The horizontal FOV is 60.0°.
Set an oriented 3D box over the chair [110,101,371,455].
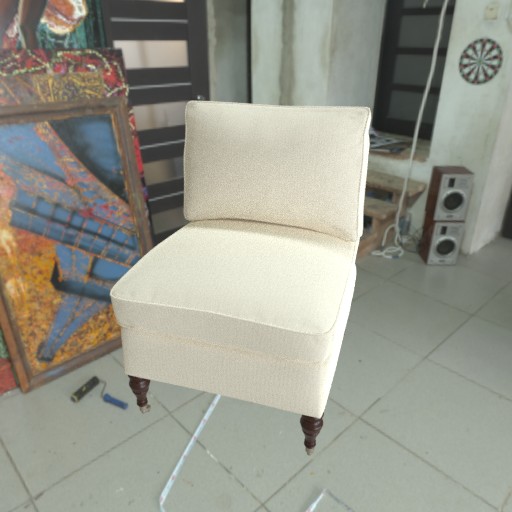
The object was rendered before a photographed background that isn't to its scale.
[{"bbox_3d":[0.000,0.000,1.424,0.630,0.887,0.781,8,27,15],"label":"chair"}]
